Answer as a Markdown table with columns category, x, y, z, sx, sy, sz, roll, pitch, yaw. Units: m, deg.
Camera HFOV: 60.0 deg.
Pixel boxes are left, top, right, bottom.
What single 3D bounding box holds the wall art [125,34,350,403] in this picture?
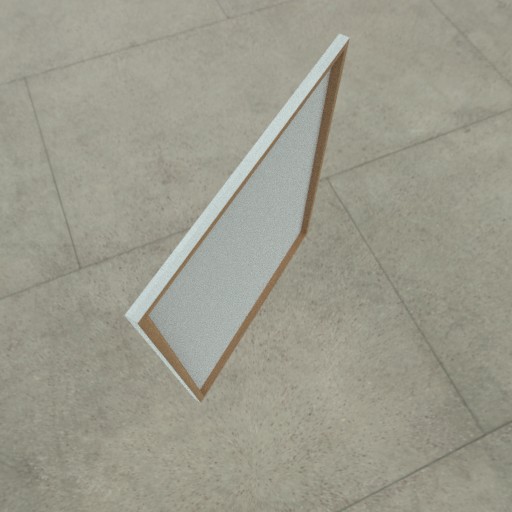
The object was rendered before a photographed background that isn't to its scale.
| category | x | y | z | sx | sy | sz | roll | pitch | yaw |
| --- | --- | --- | --- | --- | --- | --- | --- | --- | --- |
| wall art | 0.000 | 0.000 | 0.989 | 0.021 | 0.710 | 0.609 | 28 | 67 | 13 |
